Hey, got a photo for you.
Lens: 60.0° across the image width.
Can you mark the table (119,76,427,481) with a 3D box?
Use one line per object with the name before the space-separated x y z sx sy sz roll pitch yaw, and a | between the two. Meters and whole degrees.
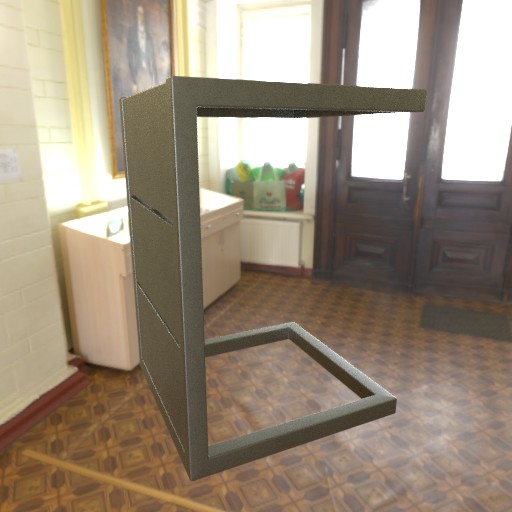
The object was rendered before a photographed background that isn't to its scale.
table | 0.000 0.000 0.885 0.420 0.609 0.405 -7 17 -24
